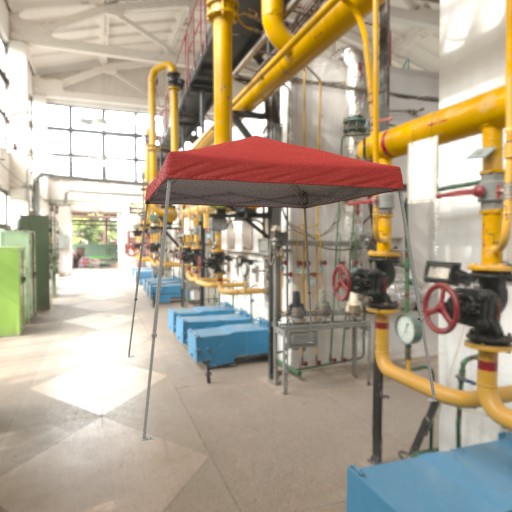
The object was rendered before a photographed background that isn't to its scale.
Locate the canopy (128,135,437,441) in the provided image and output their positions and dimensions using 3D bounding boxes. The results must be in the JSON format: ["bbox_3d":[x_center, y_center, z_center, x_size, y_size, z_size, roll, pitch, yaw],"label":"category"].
[{"bbox_3d":[0.000,0.000,6.669,3.600,3.600,3.599,0,1,-18],"label":"canopy"}]
